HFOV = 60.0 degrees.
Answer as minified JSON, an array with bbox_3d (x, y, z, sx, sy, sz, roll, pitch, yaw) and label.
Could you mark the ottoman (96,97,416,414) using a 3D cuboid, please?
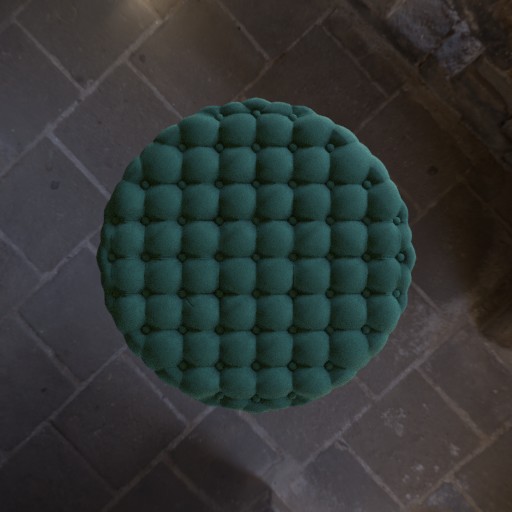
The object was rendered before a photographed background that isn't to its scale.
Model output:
[{"bbox_3d":[0.000,0.000,1.542,0.998,0.399,0.998,0,91,0],"label":"ottoman"}]
